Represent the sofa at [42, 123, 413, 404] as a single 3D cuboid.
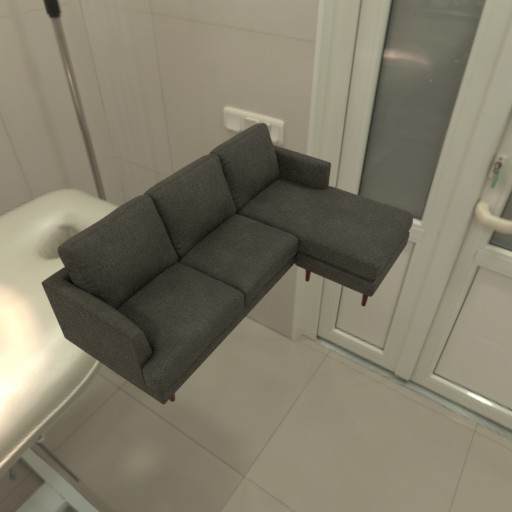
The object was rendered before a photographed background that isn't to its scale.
[{"bbox_3d":[0.000,0.000,3.060,1.504,0.956,2.233,24,46,25],"label":"sofa"}]
